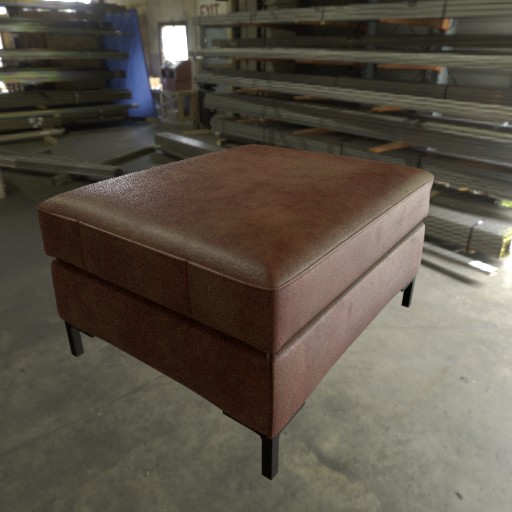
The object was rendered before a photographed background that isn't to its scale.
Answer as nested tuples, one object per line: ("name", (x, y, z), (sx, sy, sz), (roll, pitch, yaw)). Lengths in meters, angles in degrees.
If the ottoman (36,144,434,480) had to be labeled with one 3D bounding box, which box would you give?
("ottoman", (0.000, 0.000, 1.730), (0.965, 0.667, 1.186), (17, 30, 32))
